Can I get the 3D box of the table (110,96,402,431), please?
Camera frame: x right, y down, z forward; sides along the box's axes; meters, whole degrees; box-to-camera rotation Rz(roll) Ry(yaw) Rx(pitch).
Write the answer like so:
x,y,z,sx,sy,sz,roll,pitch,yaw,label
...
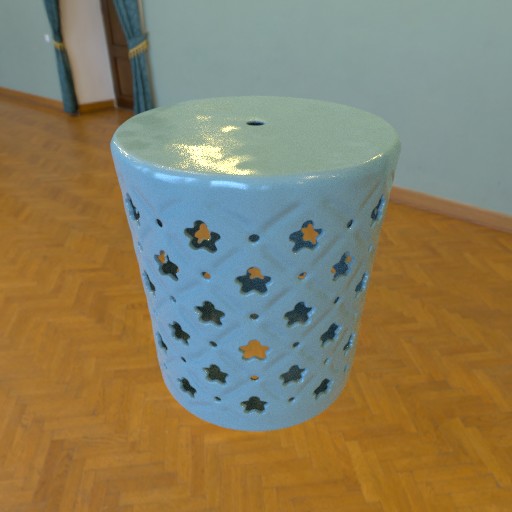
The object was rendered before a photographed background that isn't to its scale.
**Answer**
x,y,z,sx,sy,sz,roll,pitch,yaw,label
0.000,0.000,0.650,0.352,0.387,0.352,0,32,0,table
